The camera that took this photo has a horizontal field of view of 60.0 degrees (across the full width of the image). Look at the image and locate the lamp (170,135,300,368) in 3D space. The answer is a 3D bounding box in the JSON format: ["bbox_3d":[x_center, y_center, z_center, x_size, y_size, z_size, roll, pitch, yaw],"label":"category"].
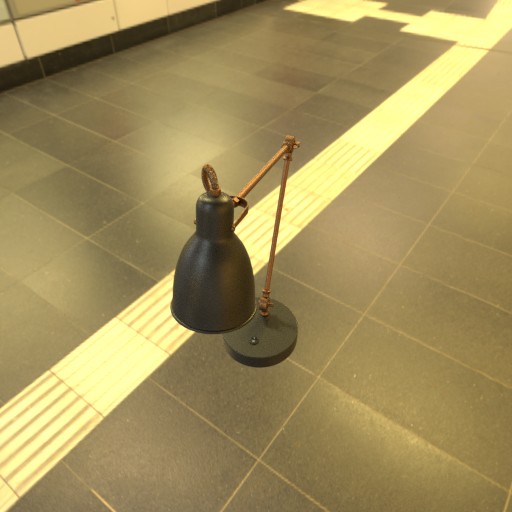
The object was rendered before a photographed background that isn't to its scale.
[{"bbox_3d":[0.000,0.000,0.880,0.187,0.587,0.561,12,44,12],"label":"lamp"}]
